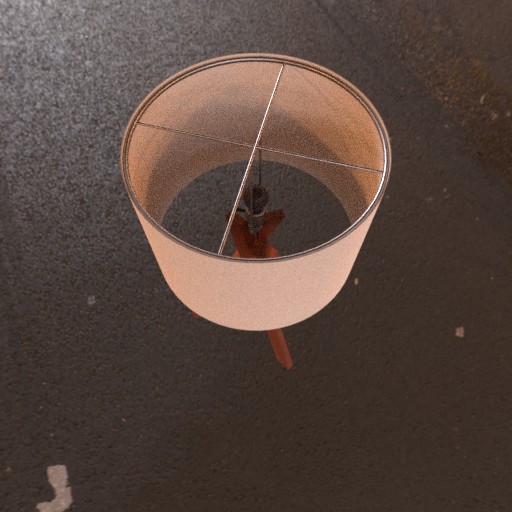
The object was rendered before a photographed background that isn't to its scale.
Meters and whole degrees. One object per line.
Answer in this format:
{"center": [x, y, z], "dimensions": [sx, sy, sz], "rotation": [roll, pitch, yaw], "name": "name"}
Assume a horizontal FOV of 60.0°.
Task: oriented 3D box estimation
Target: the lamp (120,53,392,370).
{"center": [0.000, 0.000, 0.929], "dimensions": [0.380, 0.686, 0.380], "rotation": [13, 63, 7], "name": "lamp"}
